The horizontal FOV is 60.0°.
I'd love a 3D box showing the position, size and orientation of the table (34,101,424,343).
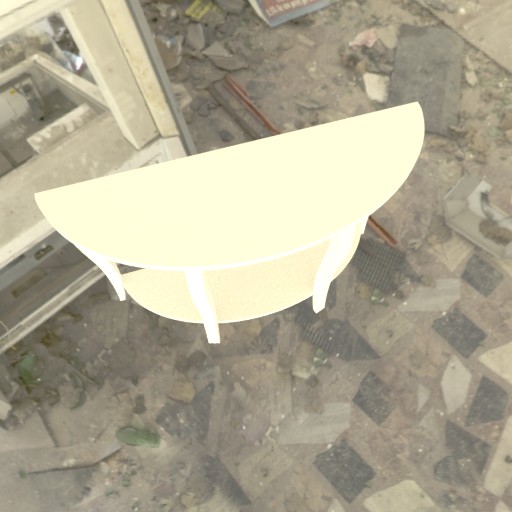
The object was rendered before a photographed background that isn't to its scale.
[{"bbox_3d":[0.000,0.000,1.626,1.219,0.780,0.394,-15,65,-7],"label":"table"}]
